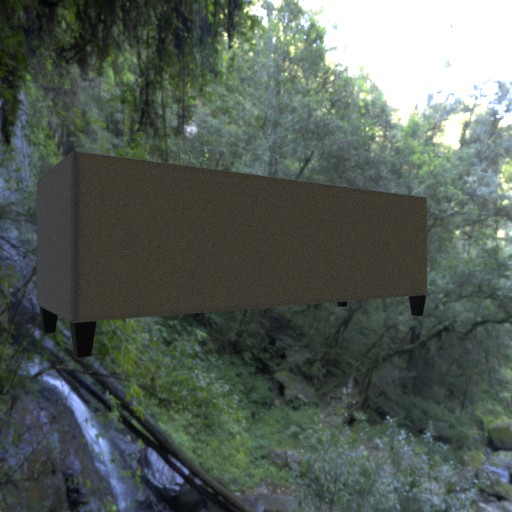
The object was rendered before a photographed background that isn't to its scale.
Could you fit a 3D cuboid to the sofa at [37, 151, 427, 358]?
[{"bbox_3d":[0.000,0.000,2.532,2.159,0.762,0.775,0,0,-35],"label":"sofa"}]
